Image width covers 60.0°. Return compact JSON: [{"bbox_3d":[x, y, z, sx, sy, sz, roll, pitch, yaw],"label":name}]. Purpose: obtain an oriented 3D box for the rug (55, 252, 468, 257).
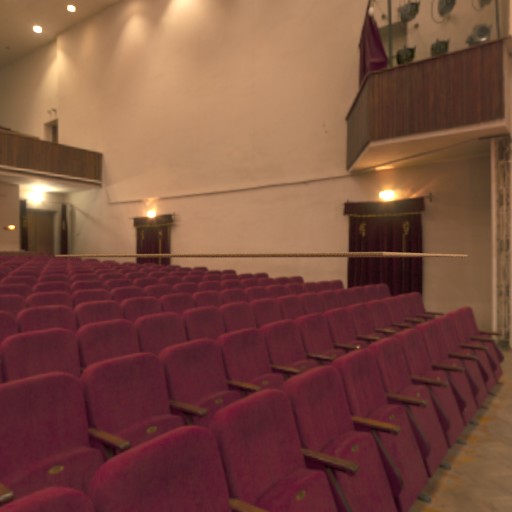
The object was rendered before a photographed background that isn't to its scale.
[{"bbox_3d":[0.000,0.000,2.936,2.290,0.014,1.526,0,0,36],"label":"rug"}]
